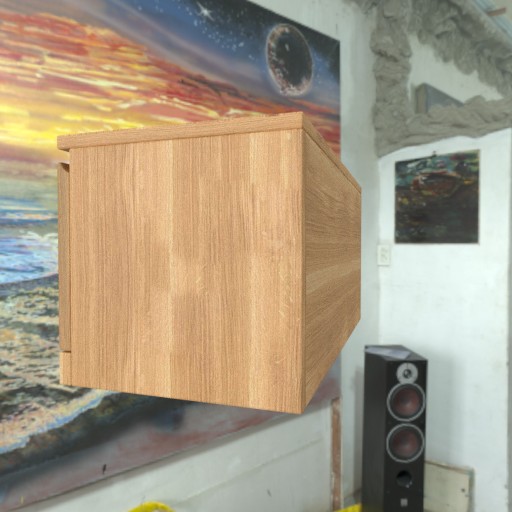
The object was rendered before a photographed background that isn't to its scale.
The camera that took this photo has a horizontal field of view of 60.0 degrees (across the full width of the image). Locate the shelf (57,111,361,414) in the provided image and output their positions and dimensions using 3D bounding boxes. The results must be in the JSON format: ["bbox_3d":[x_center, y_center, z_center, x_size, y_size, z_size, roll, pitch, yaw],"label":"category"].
[{"bbox_3d":[0.000,0.000,1.025,0.400,0.400,0.800,0,1,19],"label":"shelf"}]
